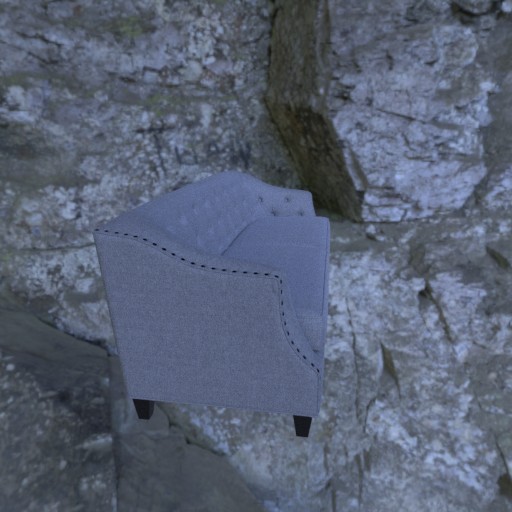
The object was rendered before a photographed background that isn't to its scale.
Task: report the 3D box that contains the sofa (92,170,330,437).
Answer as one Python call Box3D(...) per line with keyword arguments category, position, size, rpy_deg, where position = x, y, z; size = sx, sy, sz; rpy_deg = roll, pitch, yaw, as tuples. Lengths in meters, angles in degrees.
Box3D(category="sofa", position=(0.000, 0.000, 2.790), size=(0.914, 0.901, 2.235), rpy_deg=(3, 17, 9))
